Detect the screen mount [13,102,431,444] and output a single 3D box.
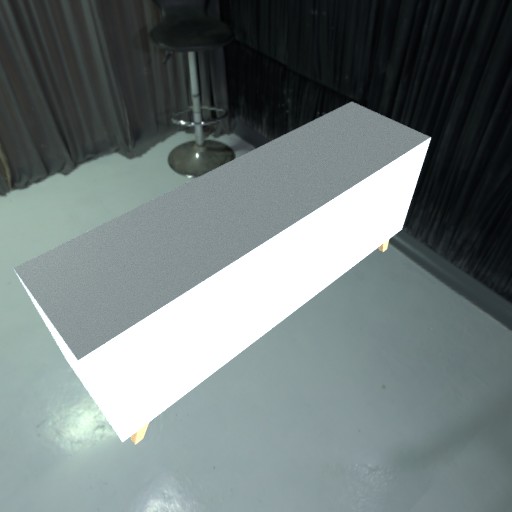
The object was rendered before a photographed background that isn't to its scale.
[{"bbox_3d":[0.000,0.000,1.721,1.490,0.619,0.400,-33,54,-28],"label":"screen mount"}]
